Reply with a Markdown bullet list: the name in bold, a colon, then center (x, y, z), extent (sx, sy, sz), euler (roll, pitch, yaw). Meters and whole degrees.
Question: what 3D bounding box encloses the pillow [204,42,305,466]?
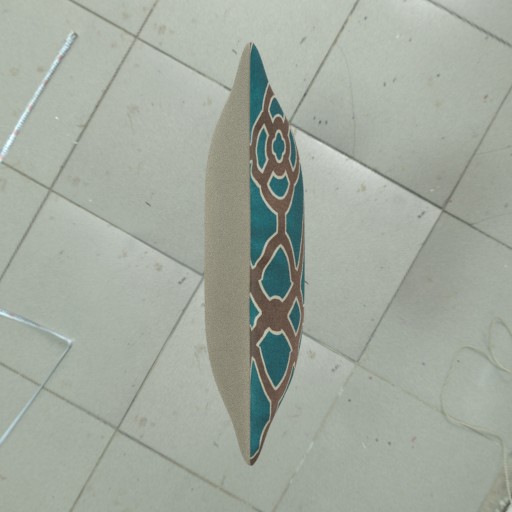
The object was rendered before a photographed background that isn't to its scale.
- **pillow**: center (0.000, 0.000, 0.795), extent (0.166, 0.507, 0.526), euler (0, 90, 0)
